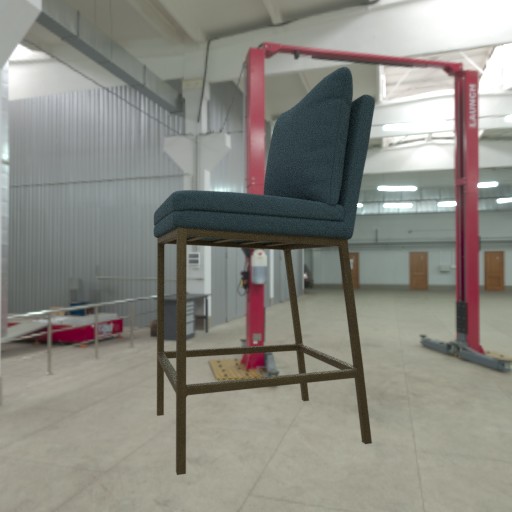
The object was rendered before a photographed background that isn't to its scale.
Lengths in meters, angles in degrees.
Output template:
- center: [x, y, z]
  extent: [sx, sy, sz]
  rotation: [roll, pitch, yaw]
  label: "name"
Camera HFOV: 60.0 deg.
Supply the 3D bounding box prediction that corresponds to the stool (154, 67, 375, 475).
- center: [0.000, 0.000, 1.338]
  extent: [0.568, 1.032, 0.463]
  rotation: [0, -1, -19]
  label: "stool"
